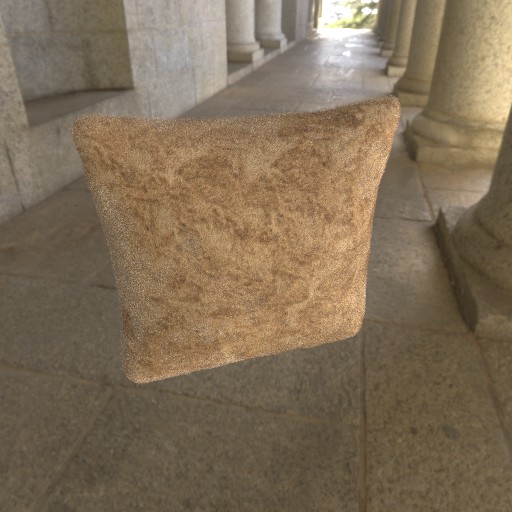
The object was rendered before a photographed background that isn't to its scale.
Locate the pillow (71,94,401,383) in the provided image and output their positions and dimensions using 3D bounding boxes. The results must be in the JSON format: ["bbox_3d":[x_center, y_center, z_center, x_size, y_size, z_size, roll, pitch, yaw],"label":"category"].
[{"bbox_3d":[0.000,0.000,0.800,0.538,0.525,0.216,-9,31,-15],"label":"pillow"}]
